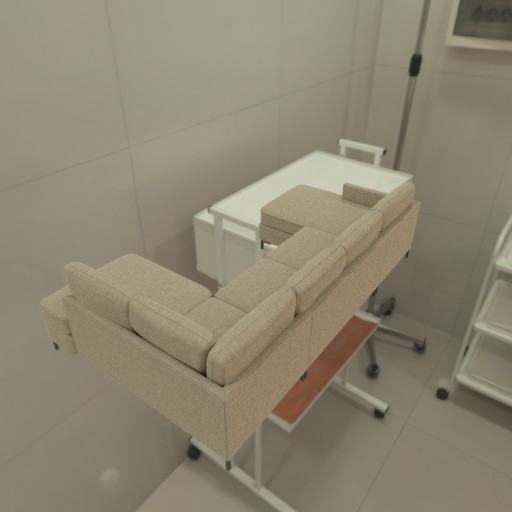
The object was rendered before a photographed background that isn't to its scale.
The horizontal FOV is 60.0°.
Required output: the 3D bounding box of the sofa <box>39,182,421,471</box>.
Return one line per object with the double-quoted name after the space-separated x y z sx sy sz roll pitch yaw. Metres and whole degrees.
0.000 0.000 4.352 2.021 0.996 3.423 22 39 30 "sofa"
